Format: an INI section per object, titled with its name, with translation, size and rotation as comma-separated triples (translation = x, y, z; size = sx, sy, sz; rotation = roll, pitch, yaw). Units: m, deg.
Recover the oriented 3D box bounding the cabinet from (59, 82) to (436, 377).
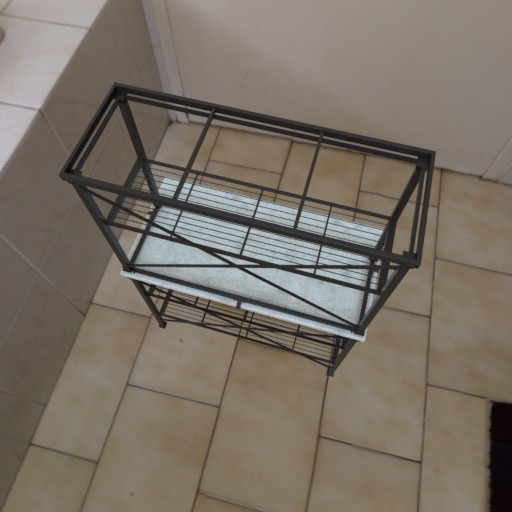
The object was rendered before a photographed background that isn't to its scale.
[cabinet]
translation = 0.000, 0.000, 2.258
size = 1.210, 1.659, 0.610
rotation = 14, 64, 7
